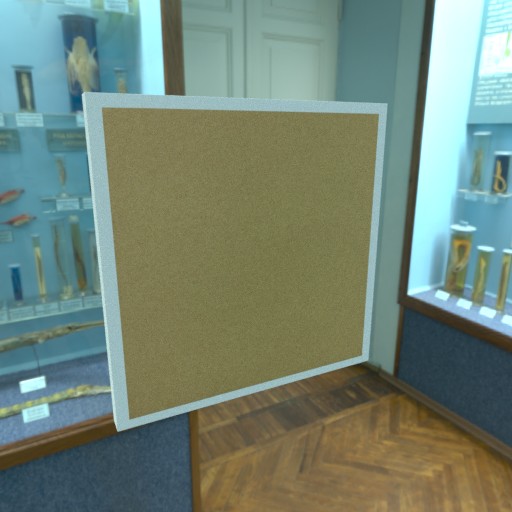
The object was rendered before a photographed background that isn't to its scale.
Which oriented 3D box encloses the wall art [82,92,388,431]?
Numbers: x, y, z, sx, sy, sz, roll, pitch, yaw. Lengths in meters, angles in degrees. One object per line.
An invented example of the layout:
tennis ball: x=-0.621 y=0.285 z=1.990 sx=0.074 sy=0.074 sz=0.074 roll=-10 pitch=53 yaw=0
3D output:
wall art: x=0.000 y=0.000 z=0.459 sx=0.307 sy=0.307 sz=0.020 roll=-8 pitch=17 yaw=-26
